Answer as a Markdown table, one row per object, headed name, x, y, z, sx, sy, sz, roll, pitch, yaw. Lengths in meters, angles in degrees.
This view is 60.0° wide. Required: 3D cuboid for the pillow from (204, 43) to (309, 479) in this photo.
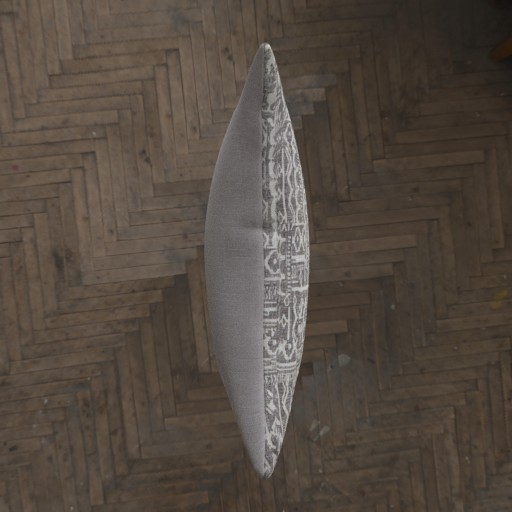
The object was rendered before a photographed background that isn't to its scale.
| name | x | y | z | sx | sy | sz | roll | pitch | yaw |
| --- | --- | --- | --- | --- | --- | --- | --- | --- | --- |
| pillow | 0.000 | 0.000 | 0.778 | 0.180 | 0.487 | 0.546 | 0 | 91 | -3 |
